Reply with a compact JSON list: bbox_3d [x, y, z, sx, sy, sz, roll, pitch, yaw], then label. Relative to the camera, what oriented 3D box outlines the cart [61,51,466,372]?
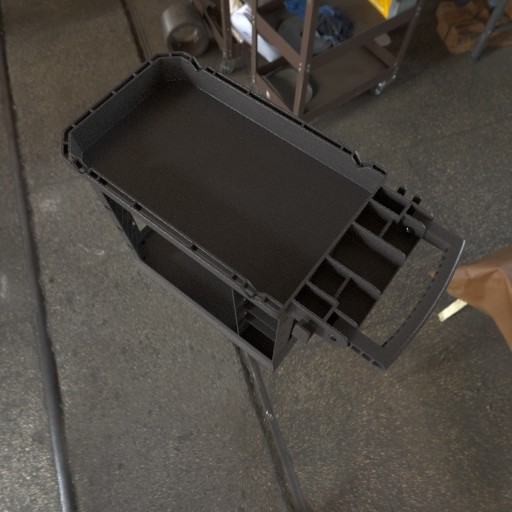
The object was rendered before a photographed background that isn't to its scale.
[{"bbox_3d":[0.000,0.000,1.545,1.061,0.884,0.497,35,70,15],"label":"cart"}]
